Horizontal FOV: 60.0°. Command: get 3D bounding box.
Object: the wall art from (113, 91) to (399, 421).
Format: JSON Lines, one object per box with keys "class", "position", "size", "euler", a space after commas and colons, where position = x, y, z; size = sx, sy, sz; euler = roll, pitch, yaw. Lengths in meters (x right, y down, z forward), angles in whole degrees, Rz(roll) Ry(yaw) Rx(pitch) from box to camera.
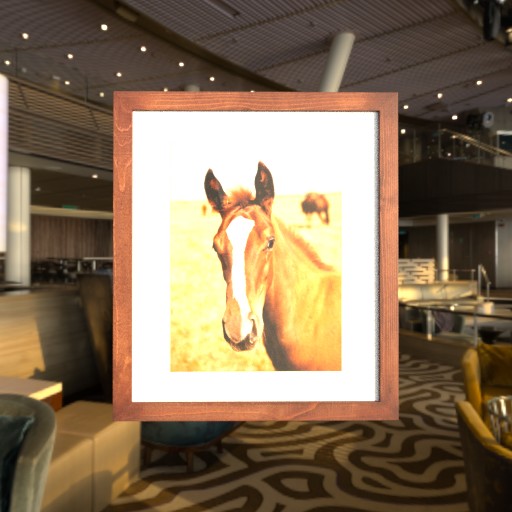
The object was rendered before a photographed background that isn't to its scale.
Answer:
{"class": "wall art", "position": [0.000, 0.000, 0.528], "size": [0.330, 0.381, 0.030], "euler": [0, 0, -1]}
